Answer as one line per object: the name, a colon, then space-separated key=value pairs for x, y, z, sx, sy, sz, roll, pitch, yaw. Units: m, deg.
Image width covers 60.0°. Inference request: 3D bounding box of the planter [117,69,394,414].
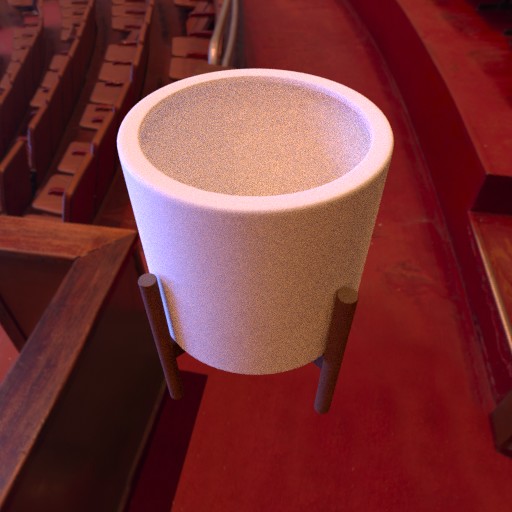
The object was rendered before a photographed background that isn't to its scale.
planter: x=0.000 y=0.000 z=0.890 sx=0.420 sy=0.581 sz=0.421 roll=6 pitch=46 yaw=6
